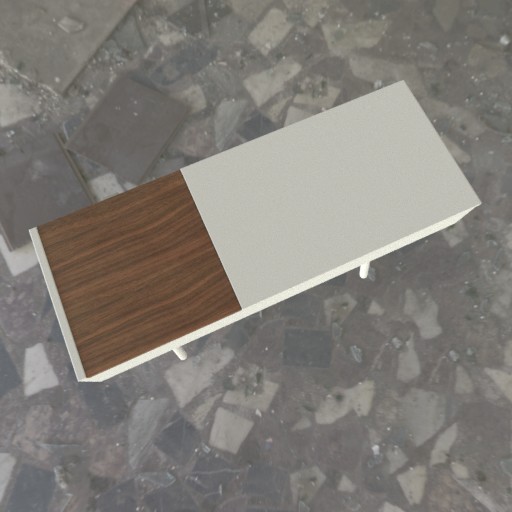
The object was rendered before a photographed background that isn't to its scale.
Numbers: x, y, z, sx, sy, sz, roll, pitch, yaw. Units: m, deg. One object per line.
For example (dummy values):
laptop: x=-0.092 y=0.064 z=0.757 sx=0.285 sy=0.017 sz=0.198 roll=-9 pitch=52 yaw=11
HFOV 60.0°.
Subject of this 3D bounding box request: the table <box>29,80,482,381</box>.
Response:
table: x=0.000 y=0.000 z=1.490 sx=1.066 sy=0.785 sz=0.418 roll=-23 pitch=75 yaw=-6
